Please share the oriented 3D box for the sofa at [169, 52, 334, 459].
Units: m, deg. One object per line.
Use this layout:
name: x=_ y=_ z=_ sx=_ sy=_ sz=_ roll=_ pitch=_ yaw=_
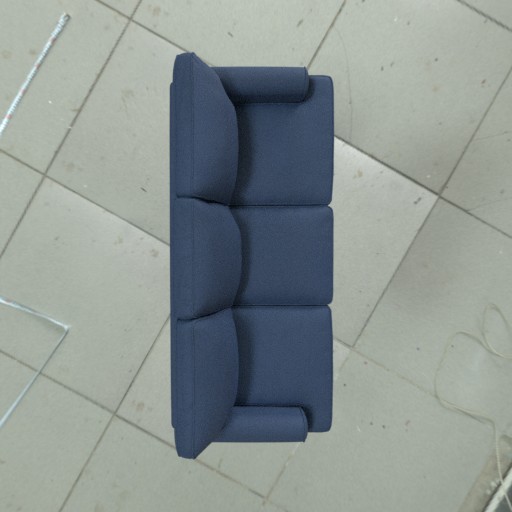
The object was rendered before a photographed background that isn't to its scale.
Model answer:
sofa: x=0.000 y=0.000 z=2.630 sx=0.951 sy=0.965 sz=2.158 roll=0 pitch=91 yaw=0
